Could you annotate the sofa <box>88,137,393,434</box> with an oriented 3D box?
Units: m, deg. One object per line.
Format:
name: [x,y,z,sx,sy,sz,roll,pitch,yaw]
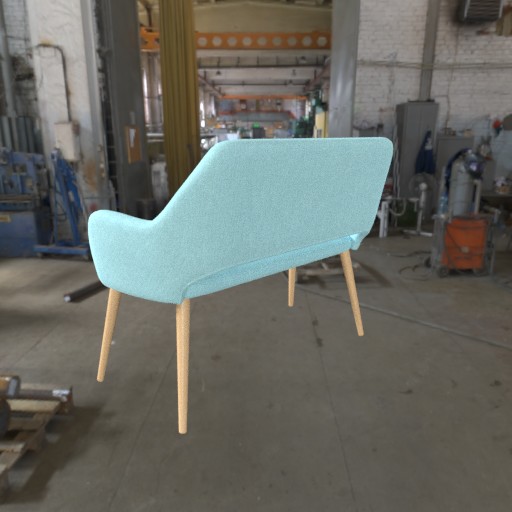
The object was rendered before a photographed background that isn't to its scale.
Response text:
sofa: [0.000,0.000,1.624,1.150,0.840,0.610,-15,21,-42]
